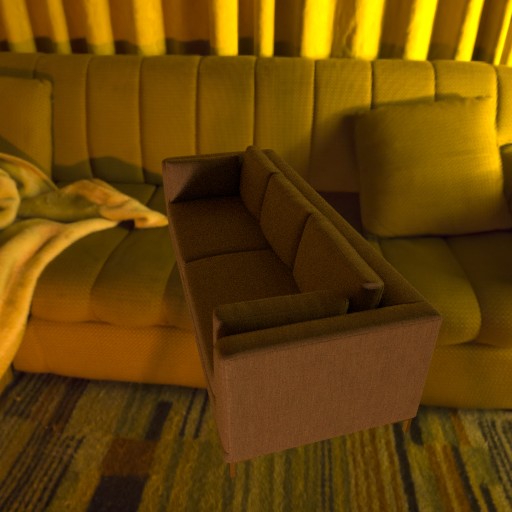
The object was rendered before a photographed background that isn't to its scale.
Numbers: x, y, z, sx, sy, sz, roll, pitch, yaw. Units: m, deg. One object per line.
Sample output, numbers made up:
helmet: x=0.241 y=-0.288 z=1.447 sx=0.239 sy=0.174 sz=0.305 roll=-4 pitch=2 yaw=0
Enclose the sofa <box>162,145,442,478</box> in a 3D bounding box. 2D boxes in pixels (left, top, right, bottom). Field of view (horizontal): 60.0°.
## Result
sofa: x=0.000 y=0.000 z=2.906 sx=0.969 sy=0.867 sz=2.415 roll=-8 pitch=32 yaw=-13
